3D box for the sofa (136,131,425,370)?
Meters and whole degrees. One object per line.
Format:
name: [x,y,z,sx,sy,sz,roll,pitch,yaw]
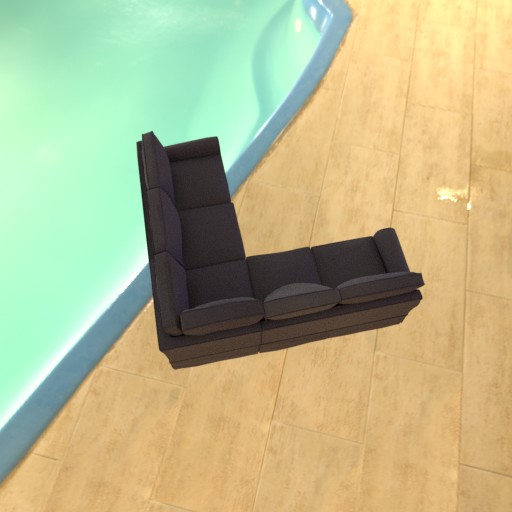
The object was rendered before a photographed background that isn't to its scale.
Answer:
sofa: [0.000,0.000,5.135,3.773,1.169,2.874,18,65,9]
